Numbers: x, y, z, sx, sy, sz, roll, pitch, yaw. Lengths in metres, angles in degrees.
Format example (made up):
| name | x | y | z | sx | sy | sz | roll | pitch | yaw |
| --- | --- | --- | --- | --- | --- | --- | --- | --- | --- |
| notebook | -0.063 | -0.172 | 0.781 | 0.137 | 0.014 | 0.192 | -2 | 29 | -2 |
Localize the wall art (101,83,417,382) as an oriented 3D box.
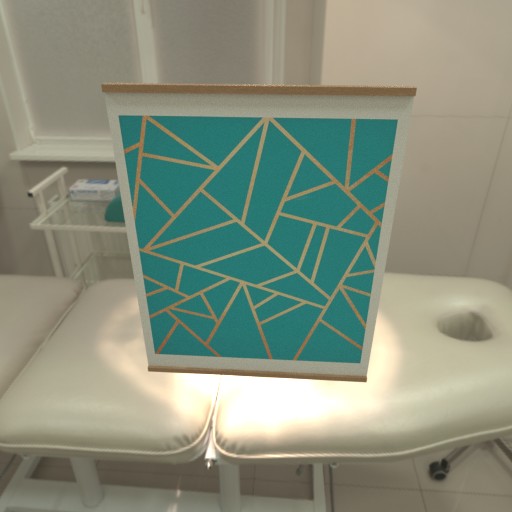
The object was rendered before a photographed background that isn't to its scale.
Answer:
| name | x | y | z | sx | sy | sz | roll | pitch | yaw |
| --- | --- | --- | --- | --- | --- | --- | --- | --- | --- |
| wall art | 0.000 | 0.000 | 0.698 | 0.405 | 0.508 | 0.012 | 2 | 30 | 3 |
